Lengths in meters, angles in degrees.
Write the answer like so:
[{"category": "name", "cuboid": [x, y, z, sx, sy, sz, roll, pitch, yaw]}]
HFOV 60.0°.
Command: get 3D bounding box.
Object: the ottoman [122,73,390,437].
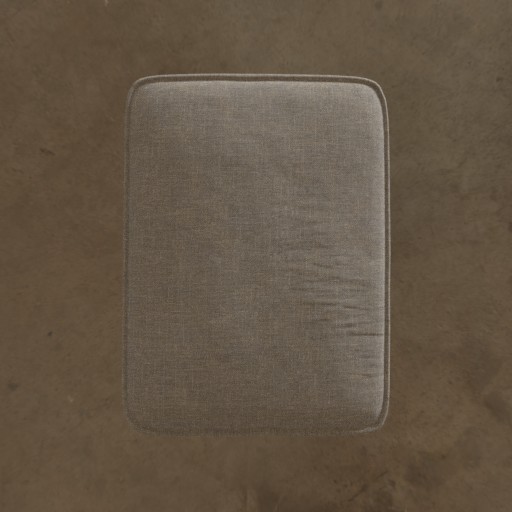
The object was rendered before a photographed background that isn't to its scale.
[{"category": "ottoman", "cuboid": [0.000, 0.000, 1.105, 0.559, 0.457, 0.762, 0, 88, 0]}]
